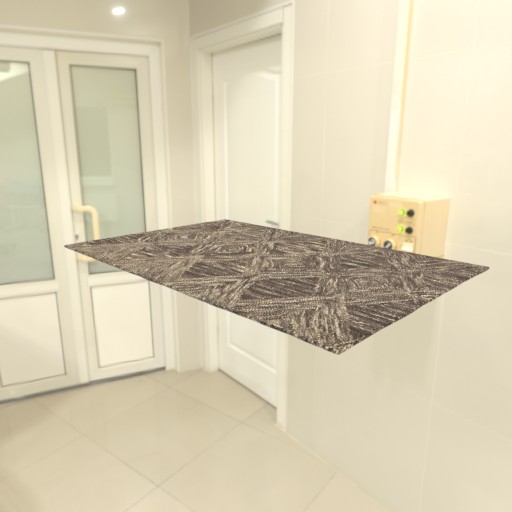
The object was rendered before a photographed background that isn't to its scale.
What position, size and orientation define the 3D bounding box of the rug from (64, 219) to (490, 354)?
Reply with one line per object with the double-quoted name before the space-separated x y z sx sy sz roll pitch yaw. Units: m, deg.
"rug" 0.000 0.000 2.220 1.814 0.012 1.186 14 20 43
